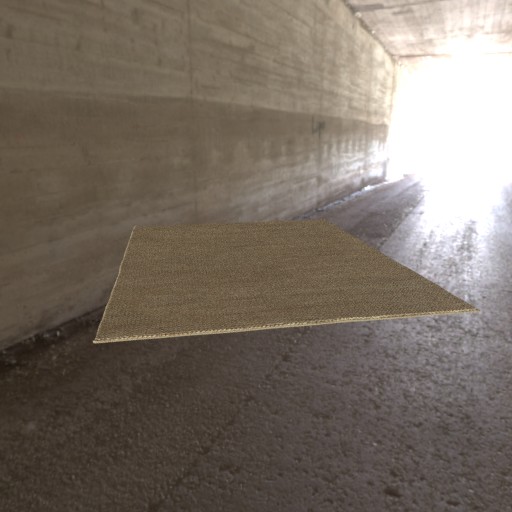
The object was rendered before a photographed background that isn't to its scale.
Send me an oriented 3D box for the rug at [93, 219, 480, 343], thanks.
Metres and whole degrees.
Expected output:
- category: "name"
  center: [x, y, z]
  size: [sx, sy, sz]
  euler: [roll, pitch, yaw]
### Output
- category: "rug"
  center: [0.000, 0.000, 4.122]
  size: [2.429, 0.030, 3.052]
  euler: [-3, 16, -10]
